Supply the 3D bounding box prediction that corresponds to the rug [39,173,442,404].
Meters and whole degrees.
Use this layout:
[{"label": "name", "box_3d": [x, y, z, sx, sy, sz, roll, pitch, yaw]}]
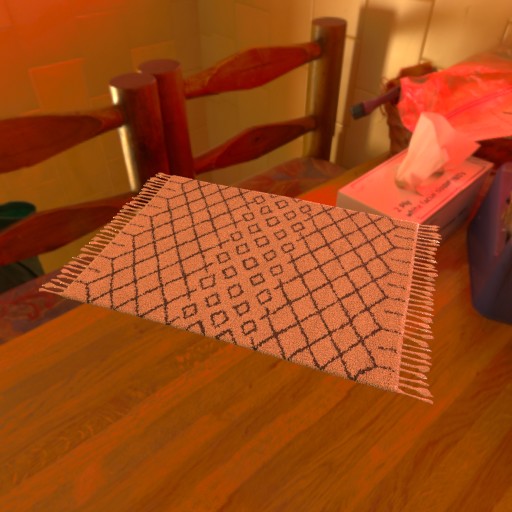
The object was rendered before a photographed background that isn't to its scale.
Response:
[{"label": "rug", "box_3d": [0.000, 0.000, 3.298, 2.615, 0.029, 1.664, 13, 43, 14]}]
